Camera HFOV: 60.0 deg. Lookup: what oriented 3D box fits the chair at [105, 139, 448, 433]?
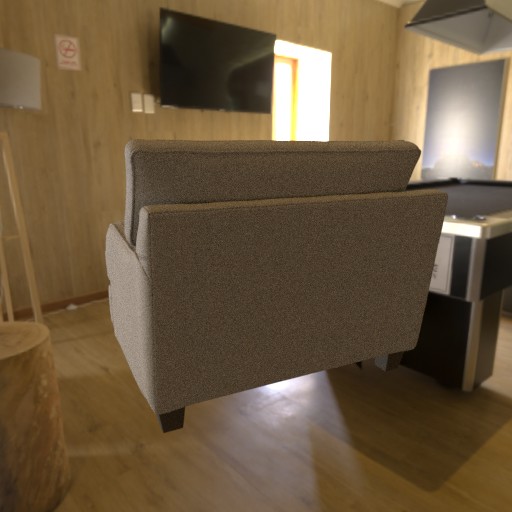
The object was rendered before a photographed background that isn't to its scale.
[{"bbox_3d":[0.000,0.000,2.006,1.220,1.016,1.040,-7,16,-25],"label":"chair"}]
